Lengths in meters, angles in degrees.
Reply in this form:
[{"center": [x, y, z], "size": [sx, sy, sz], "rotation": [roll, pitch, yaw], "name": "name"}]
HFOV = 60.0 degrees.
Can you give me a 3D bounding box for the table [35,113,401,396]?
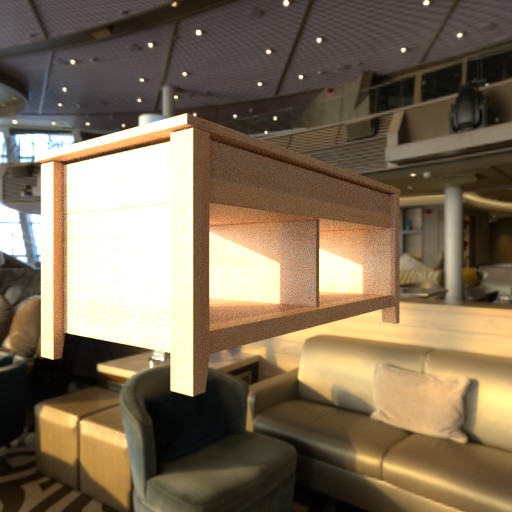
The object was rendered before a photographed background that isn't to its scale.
[{"center": [0.000, 0.000, 1.260], "size": [0.483, 0.457, 1.016], "rotation": [0, 0, 37], "name": "table"}]
